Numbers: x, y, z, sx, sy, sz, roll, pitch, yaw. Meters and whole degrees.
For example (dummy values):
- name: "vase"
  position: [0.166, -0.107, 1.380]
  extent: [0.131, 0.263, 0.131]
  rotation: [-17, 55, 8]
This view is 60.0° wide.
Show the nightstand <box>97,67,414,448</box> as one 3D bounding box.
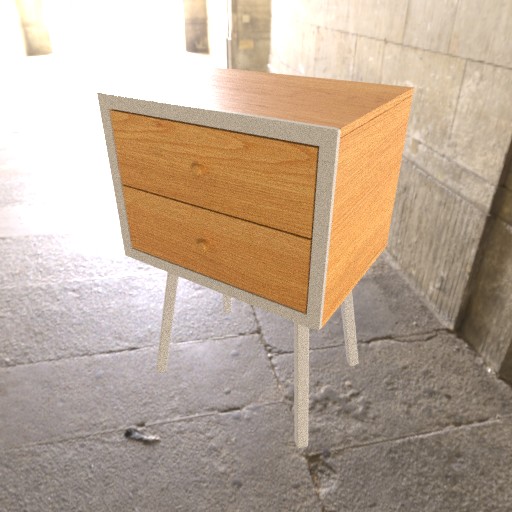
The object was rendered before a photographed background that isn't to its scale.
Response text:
- name: "nightstand"
  position: [0.000, 0.000, 0.844]
  extent: [0.400, 0.601, 0.316]
  rotation: [18, 35, 28]
